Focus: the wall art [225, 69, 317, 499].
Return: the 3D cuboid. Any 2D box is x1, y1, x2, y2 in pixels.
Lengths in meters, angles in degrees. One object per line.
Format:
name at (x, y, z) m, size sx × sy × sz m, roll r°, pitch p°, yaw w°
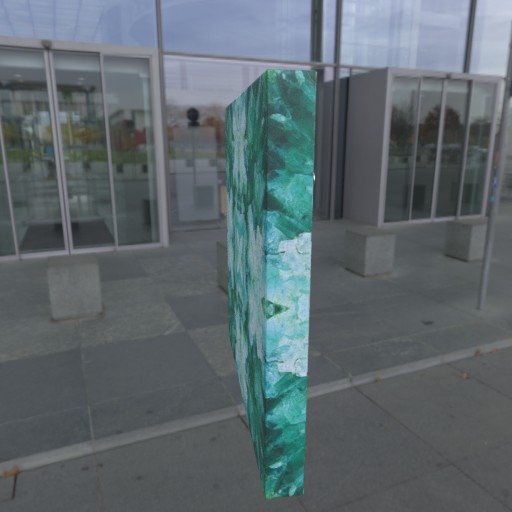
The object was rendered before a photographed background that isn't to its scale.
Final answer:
wall art at (0.000, 0.000, 0.458) m, size 0.033 × 0.313 × 0.313 m, roll -2°, pitch 14°, yaw -8°
